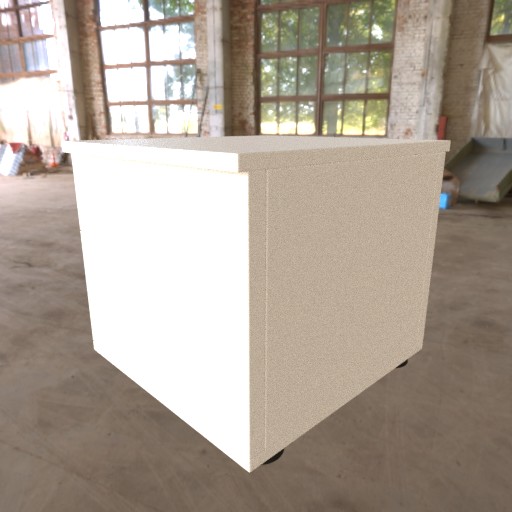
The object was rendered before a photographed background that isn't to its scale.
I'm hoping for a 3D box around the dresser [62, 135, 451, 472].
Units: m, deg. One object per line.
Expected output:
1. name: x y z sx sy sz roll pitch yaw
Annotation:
1. dresser: 0.000 0.000 0.713 0.430 0.360 0.400 -16 23 -42
